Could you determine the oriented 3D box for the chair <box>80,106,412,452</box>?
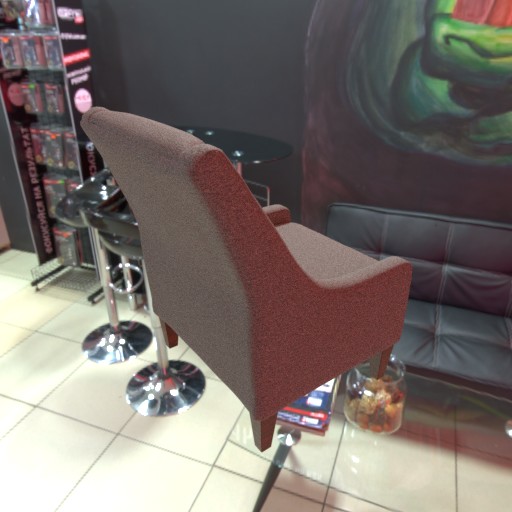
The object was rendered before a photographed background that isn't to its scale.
[{"bbox_3d":[0.000,0.000,1.596,0.870,1.016,0.774,-18,32,-32],"label":"chair"}]
